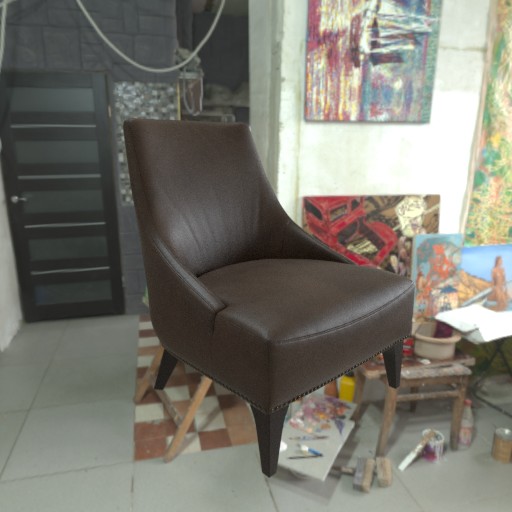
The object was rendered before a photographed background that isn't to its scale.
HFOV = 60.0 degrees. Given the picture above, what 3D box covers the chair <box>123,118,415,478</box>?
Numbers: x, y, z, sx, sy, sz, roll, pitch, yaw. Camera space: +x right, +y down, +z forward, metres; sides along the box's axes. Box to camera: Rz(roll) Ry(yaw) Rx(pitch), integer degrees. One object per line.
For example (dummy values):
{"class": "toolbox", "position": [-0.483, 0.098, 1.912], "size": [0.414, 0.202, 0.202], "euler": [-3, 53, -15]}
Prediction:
{"class": "chair", "position": [0.000, 0.000, 1.507], "size": [0.701, 0.909, 0.861], "euler": [-13, 19, -41]}
